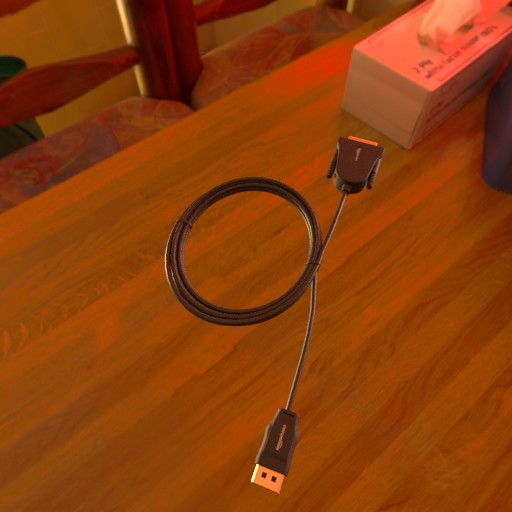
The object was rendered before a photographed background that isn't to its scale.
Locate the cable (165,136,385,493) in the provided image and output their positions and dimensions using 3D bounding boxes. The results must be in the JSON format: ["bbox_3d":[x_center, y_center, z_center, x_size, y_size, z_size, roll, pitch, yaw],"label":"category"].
[{"bbox_3d":[0.000,0.000,0.327,0.136,0.015,0.281,18,60,10],"label":"cable"}]
